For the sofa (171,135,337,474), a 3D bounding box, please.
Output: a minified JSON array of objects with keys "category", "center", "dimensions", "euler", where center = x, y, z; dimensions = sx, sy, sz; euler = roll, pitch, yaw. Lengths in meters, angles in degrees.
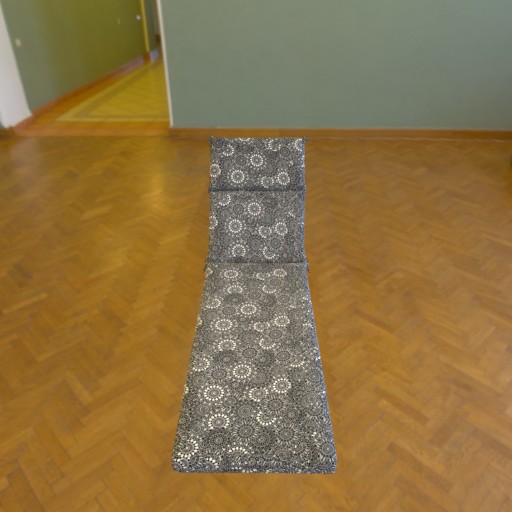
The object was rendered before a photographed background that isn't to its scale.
[{"category":"sofa","center":[0.000,0.000,1.942],"dimensions":[0.582,0.622,1.663],"euler":[0,31,0]}]
